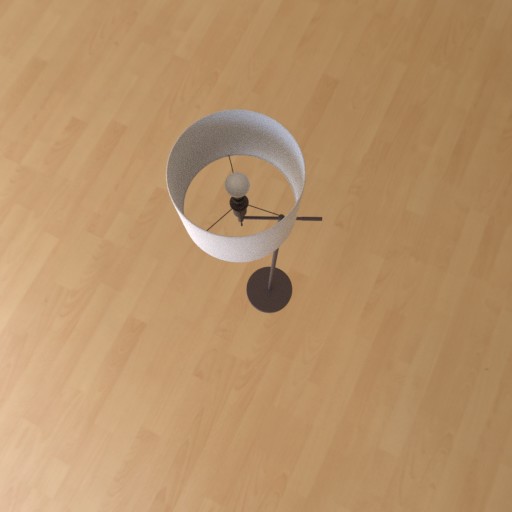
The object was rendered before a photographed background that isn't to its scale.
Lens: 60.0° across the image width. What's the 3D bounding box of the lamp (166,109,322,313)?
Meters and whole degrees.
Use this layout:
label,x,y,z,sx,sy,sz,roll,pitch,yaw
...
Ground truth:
label,x,y,z,sx,sy,sz,roll,pitch,yaw
lamp,0.000,0.000,1.796,0.416,1.600,0.324,1,76,0
